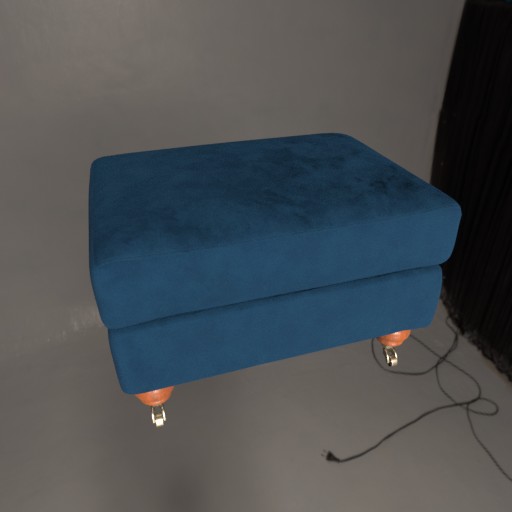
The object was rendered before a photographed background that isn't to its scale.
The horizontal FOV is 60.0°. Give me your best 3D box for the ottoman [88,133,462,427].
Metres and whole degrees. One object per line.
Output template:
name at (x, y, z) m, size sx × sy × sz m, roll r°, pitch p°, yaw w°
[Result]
ottoman at (0.000, 0.000, 1.157) m, size 0.773 × 0.503 × 0.572 m, roll -10°, pitch 34°, yaw -15°
